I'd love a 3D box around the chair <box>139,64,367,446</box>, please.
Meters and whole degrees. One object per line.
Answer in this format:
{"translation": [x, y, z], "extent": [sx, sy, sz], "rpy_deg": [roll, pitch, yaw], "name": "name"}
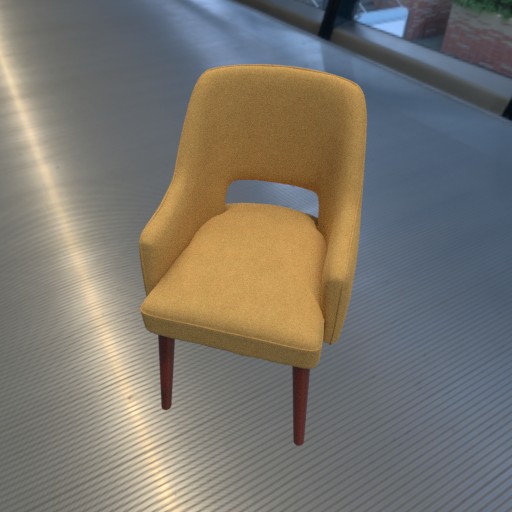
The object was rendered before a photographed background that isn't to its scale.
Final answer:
{"translation": [0.000, 0.000, 1.248], "extent": [0.548, 0.849, 0.605], "rpy_deg": [11, 43, 11], "name": "chair"}
